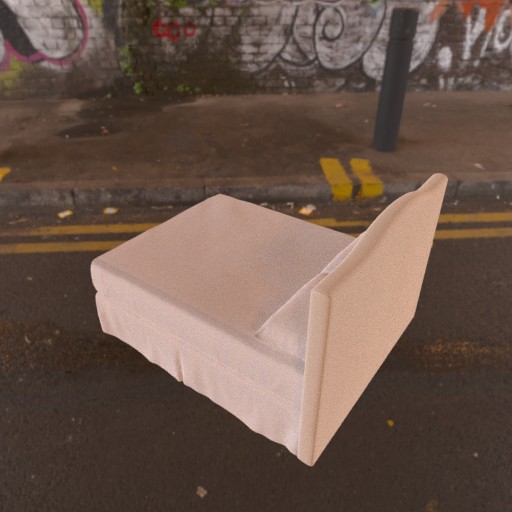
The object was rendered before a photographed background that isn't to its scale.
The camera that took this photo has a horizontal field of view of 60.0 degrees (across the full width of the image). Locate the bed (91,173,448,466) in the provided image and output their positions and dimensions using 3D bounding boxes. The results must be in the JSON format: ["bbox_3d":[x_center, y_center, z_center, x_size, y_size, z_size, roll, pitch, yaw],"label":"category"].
[{"bbox_3d":[0.000,0.000,3.430,2.143,1.460,1.753,22,38,30],"label":"bed"}]
